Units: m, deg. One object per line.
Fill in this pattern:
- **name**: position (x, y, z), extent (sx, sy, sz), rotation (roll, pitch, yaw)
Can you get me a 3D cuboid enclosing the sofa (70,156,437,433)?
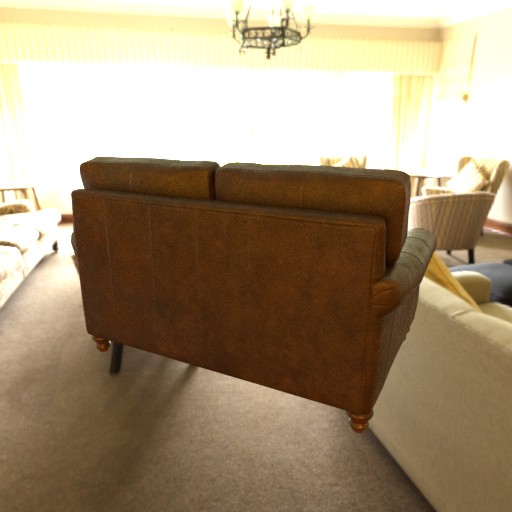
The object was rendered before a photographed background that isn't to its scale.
- **sofa**: position (0.000, 0.000, 2.214), extent (1.616, 0.976, 0.990), rotation (9, 19, 26)
